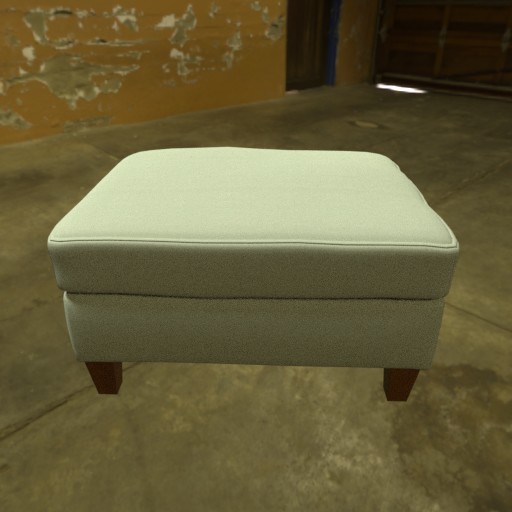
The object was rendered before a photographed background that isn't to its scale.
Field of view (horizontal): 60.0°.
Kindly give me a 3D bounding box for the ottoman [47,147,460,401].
[{"bbox_3d":[0.000,0.000,1.203,0.818,0.496,0.634,1,28,2],"label":"ottoman"}]
